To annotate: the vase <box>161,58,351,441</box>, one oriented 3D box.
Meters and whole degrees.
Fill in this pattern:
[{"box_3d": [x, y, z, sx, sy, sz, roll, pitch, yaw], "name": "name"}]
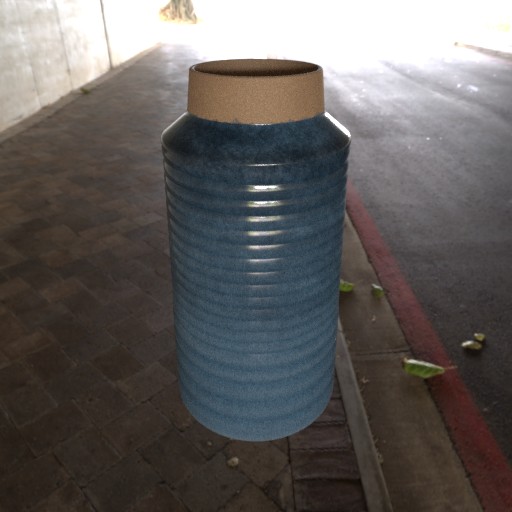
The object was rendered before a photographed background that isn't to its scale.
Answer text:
[{"box_3d": [0.000, 0.000, 0.399, 0.163, 0.316, 0.163, 0, 31, 0], "name": "vase"}]
